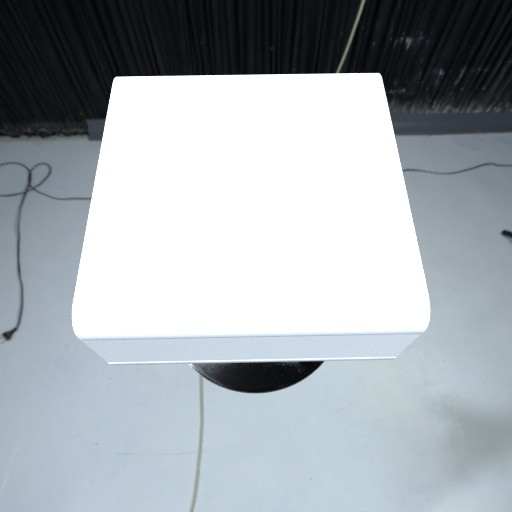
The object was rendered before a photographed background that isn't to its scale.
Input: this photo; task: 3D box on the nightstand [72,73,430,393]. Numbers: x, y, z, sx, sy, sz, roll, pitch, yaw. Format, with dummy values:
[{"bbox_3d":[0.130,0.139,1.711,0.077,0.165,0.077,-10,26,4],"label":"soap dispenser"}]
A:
[{"bbox_3d":[0.000,0.000,0.758,0.404,0.447,0.399,-1,63,-1],"label":"nightstand"}]
